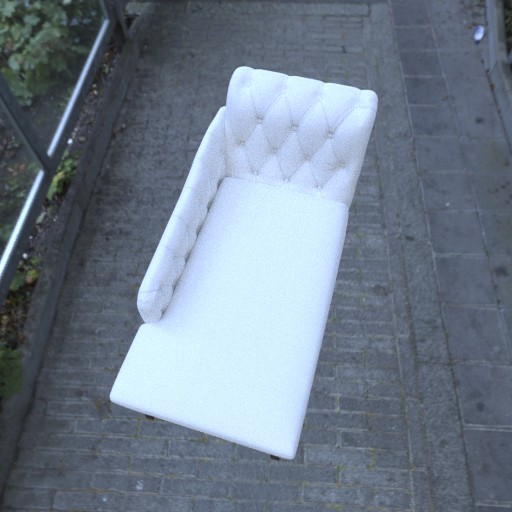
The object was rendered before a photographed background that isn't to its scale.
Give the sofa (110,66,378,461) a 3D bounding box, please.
[{"bbox_3d":[0.000,0.000,1.801,0.675,0.787,1.379,14,60,8],"label":"sofa"}]
